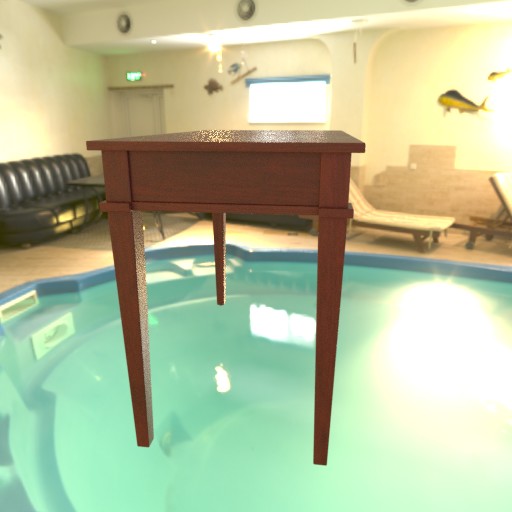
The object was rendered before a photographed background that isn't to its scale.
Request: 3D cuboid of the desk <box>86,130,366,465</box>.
[{"bbox_3d":[0.000,0.000,1.436,0.549,0.762,1.001,2,17,8],"label":"desk"}]
